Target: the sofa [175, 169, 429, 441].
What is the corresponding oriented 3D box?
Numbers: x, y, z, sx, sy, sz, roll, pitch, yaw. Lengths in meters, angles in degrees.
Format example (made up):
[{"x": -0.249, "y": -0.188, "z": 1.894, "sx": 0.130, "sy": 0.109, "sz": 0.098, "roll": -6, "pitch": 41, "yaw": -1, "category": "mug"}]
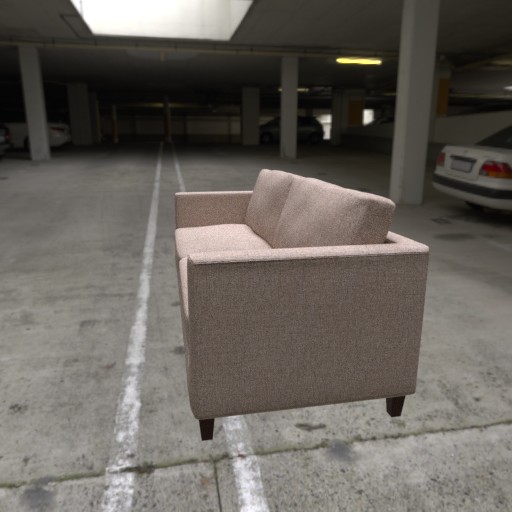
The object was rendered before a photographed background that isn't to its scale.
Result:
[{"x": 0.000, "y": 0.000, "z": 2.695, "sx": 0.951, "sy": 0.965, "sz": 2.208, "roll": -3, "pitch": 14, "yaw": -11, "category": "sofa"}]
